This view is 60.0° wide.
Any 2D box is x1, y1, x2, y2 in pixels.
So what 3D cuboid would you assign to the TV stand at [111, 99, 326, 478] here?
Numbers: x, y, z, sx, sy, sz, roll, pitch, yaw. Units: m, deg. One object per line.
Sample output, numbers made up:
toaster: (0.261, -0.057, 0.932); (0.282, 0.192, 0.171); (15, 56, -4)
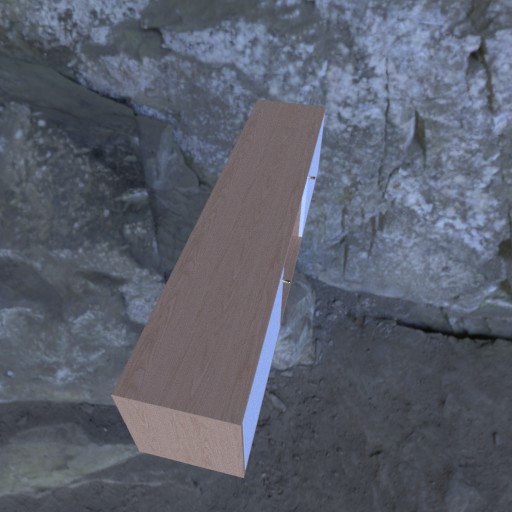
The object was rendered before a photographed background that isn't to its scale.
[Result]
TV stand: (0.000, 0.000, 1.990); (0.400, 0.580, 1.760); (10, 47, 9)
